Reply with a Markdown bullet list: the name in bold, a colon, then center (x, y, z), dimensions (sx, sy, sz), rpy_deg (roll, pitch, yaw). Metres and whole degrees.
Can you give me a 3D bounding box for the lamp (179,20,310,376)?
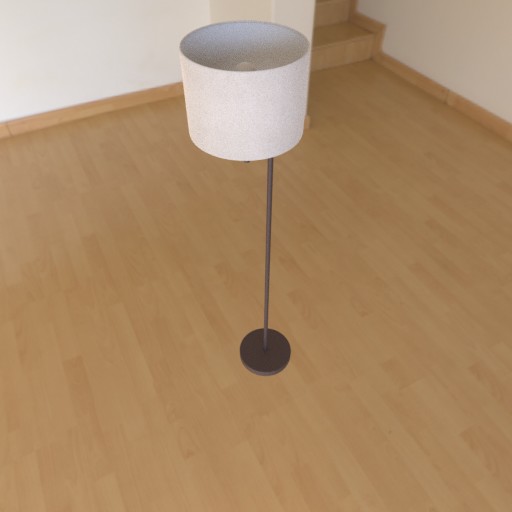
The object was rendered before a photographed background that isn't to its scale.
- **lamp**: center (0.000, 0.000, 1.699), dimensions (0.324, 1.600, 0.416), rpy_deg (29, 53, 25)
